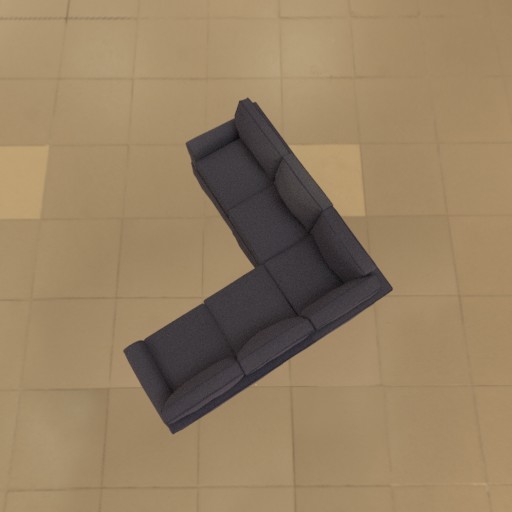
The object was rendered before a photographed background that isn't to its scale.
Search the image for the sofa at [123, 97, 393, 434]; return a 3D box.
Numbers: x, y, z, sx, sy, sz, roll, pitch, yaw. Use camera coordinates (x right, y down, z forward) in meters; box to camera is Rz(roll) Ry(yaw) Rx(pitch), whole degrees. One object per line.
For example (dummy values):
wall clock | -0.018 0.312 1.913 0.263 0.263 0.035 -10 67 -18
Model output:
sofa | 0.000 0.000 5.100 2.874 1.169 3.773 -1 74 0
